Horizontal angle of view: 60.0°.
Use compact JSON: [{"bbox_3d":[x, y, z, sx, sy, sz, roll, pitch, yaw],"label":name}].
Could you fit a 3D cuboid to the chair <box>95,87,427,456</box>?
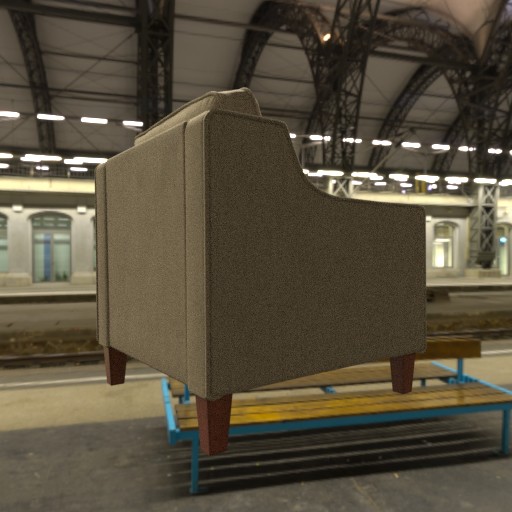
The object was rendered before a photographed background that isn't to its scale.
[{"bbox_3d":[0.000,0.000,1.618,0.909,0.960,0.831,0,1,-37],"label":"chair"}]
